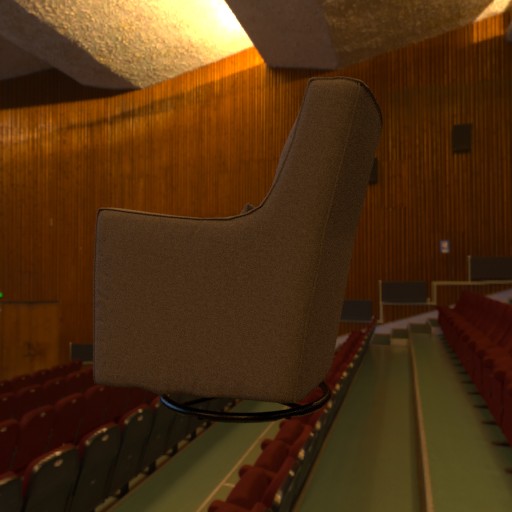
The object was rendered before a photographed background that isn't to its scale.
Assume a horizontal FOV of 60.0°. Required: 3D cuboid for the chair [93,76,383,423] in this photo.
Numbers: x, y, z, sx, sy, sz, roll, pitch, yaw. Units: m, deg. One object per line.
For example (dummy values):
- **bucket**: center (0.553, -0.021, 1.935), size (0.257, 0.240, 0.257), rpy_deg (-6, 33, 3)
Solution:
- **chair**: center (0.000, 0.000, 1.595), size (0.879, 0.993, 0.732), rpy_deg (0, -1, 18)
